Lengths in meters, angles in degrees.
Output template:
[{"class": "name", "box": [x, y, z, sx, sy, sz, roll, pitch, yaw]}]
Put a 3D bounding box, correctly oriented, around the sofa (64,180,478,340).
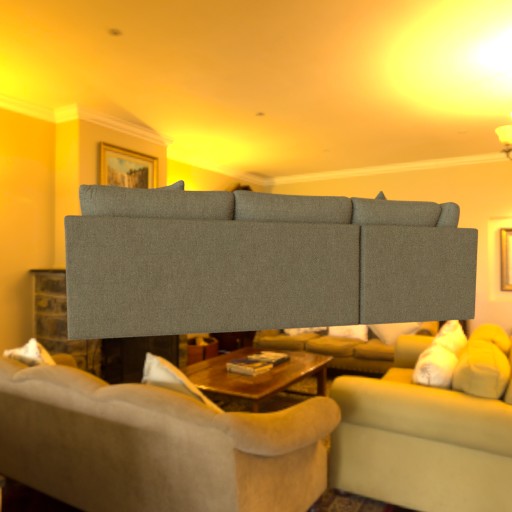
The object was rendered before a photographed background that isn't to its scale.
[{"class": "sofa", "box": [0.000, 0.000, 3.824, 2.896, 0.978, 1.994, 0, -1, -19]}]
